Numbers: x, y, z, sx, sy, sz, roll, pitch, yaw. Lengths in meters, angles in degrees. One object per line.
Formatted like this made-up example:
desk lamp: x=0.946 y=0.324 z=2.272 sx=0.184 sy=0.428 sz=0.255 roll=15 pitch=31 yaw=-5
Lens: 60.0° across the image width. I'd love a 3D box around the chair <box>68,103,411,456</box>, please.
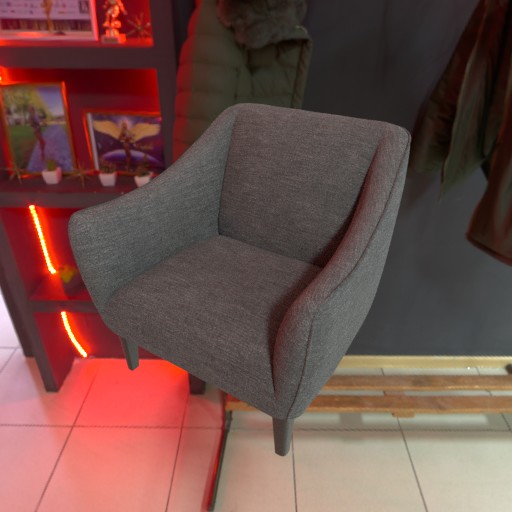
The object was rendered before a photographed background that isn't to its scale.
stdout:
chair: x=0.000 y=0.000 z=1.534 sx=0.870 sy=0.829 sz=0.851 roll=19 pitch=36 yaw=28
